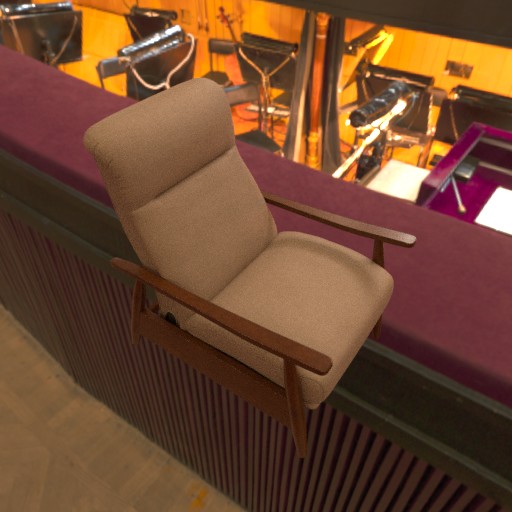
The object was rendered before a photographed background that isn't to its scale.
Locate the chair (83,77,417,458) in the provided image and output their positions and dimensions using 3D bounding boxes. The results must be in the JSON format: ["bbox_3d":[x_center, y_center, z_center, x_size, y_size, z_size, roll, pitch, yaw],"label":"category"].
[{"bbox_3d":[0.000,0.000,1.793,1.030,1.082,0.762,25,48,25],"label":"chair"}]
